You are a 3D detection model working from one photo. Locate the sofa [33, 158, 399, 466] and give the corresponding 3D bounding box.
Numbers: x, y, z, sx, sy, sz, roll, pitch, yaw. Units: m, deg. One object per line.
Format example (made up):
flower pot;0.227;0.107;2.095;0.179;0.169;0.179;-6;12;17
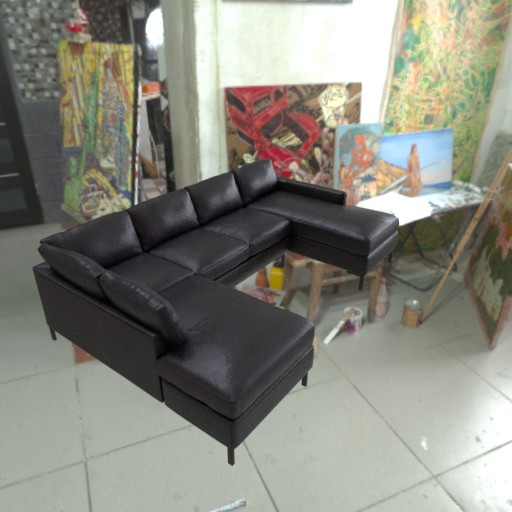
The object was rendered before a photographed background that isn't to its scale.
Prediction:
sofa;0.000;0.000;3.830;1.939;0.900;2.956;19;33;32
